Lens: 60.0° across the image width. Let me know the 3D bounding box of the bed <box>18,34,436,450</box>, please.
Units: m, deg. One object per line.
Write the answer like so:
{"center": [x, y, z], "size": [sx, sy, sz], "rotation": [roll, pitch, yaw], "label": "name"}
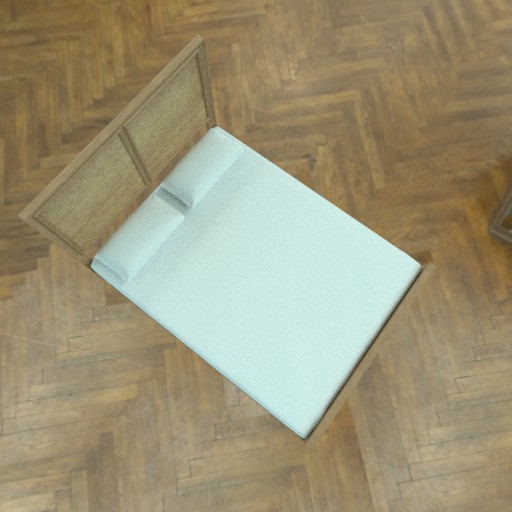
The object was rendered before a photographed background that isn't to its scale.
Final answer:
{"center": [0.000, 0.000, 3.174], "size": [2.184, 1.387, 1.606], "rotation": [36, 76, 10], "label": "bed"}
